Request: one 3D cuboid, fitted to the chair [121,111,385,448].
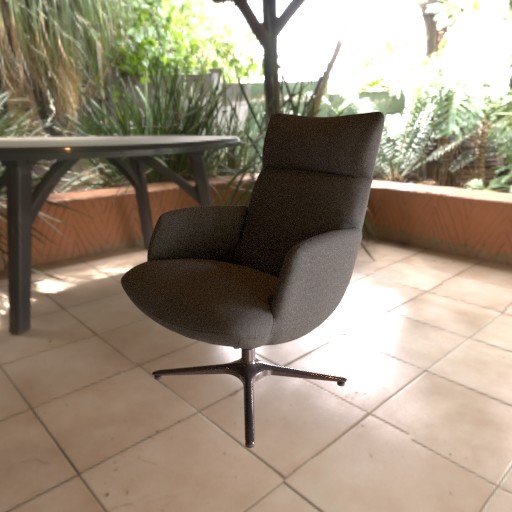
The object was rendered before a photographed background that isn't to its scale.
[{"bbox_3d":[0.000,0.000,1.583,0.831,0.984,0.702,-16,23,-42],"label":"chair"}]
